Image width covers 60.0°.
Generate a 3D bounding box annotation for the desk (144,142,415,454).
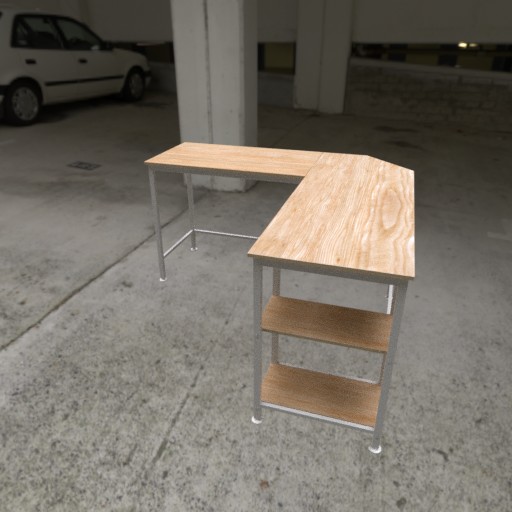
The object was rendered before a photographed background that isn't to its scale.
[{"bbox_3d":[0.000,0.000,2.194,1.379,0.739,1.379,8,28,16],"label":"desk"}]
